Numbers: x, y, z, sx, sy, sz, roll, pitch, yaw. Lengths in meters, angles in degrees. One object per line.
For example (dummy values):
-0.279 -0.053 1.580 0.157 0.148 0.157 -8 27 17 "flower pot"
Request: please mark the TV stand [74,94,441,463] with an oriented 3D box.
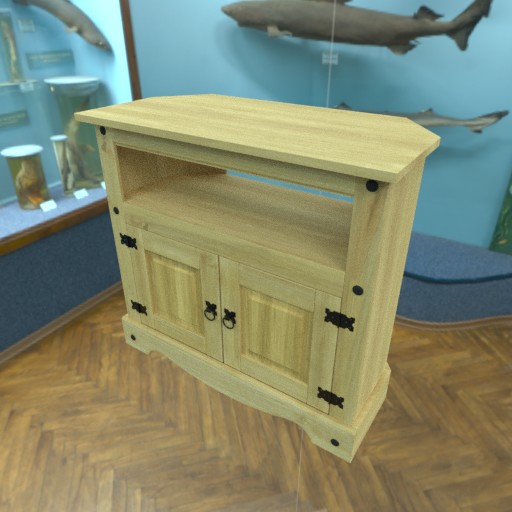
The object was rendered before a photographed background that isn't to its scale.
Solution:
0.000 0.000 1.287 0.851 0.781 0.425 18 34 29 "TV stand"
